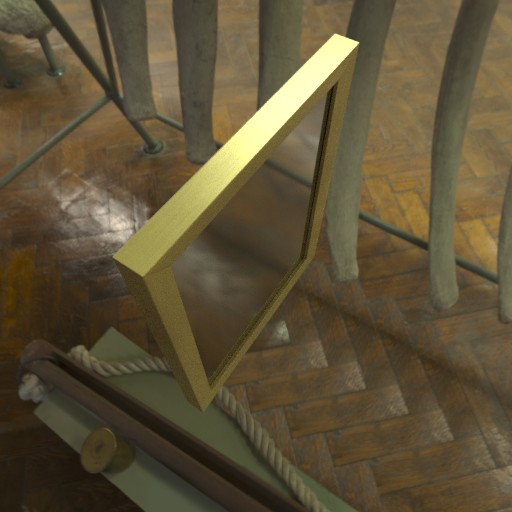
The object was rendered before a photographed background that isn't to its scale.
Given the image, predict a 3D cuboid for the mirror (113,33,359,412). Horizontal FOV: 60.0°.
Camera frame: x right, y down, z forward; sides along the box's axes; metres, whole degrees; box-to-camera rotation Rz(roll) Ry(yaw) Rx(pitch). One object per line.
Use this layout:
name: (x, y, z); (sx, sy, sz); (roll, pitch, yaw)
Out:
mirror: (0.000, 0.000, 0.687); (0.041, 0.508, 0.405); (30, 63, 17)
